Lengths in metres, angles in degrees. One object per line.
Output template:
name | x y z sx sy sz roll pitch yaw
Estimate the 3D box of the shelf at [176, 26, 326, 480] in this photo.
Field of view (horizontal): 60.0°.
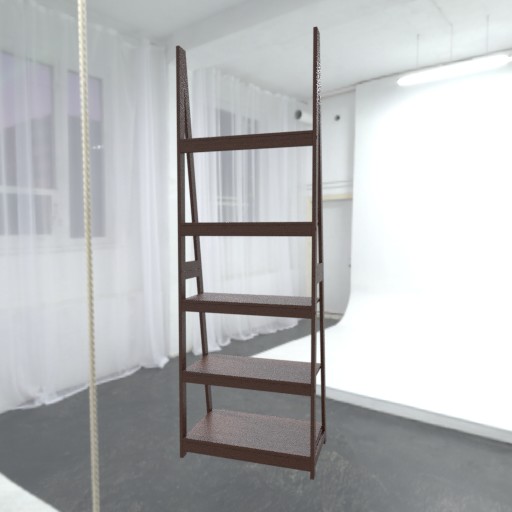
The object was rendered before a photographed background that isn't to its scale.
shelf | 0.000 0.000 1.983 0.600 1.770 0.350 1 3 17
